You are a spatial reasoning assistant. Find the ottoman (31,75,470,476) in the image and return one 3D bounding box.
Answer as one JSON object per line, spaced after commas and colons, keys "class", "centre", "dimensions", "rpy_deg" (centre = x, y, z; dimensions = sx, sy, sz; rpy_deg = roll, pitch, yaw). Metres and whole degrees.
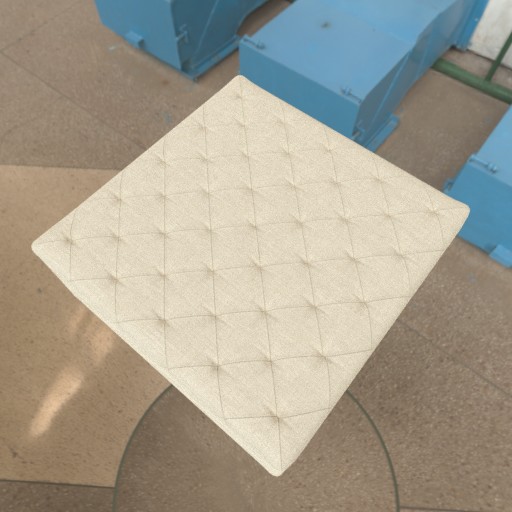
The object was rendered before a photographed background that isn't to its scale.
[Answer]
{"class": "ottoman", "centre": [0.000, 0.000, 1.607], "dimensions": [1.028, 0.439, 1.028], "rpy_deg": [36, 68, 17]}
